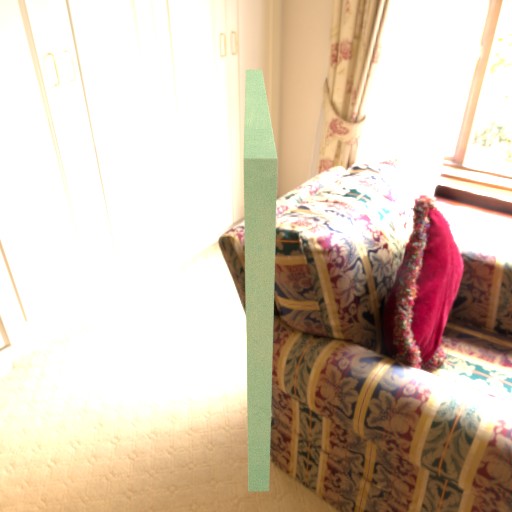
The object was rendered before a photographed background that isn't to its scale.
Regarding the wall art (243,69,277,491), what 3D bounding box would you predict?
[{"bbox_3d":[0.000,0.000,0.881,0.036,0.603,0.603,0,31,-1],"label":"wall art"}]
